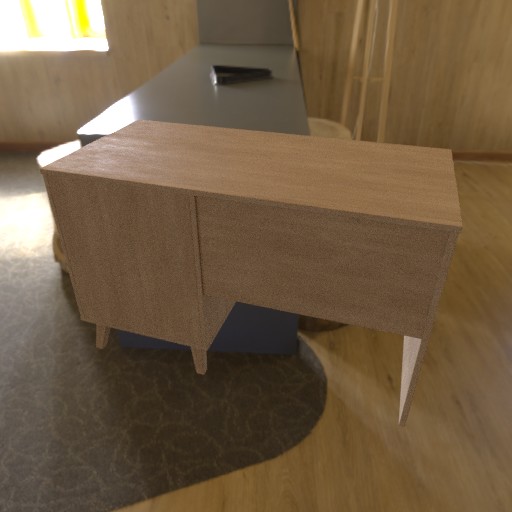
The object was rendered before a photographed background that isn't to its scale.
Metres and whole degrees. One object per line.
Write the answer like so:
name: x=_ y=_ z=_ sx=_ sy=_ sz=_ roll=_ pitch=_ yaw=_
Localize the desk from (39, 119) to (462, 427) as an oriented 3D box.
desk: x=0.000 y=0.000 z=1.687 sx=1.251 sy=0.770 sz=0.600 roll=10 pitch=34 yaw=15
